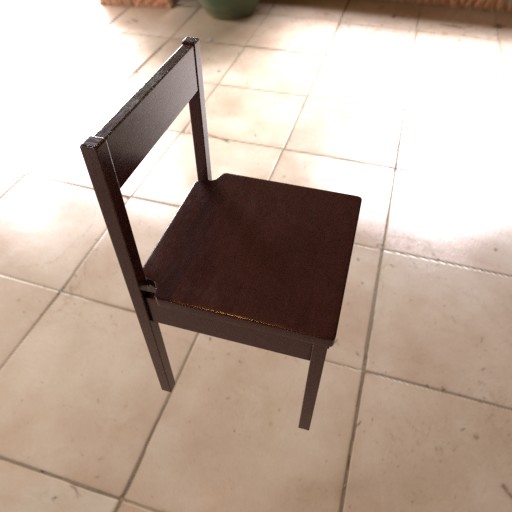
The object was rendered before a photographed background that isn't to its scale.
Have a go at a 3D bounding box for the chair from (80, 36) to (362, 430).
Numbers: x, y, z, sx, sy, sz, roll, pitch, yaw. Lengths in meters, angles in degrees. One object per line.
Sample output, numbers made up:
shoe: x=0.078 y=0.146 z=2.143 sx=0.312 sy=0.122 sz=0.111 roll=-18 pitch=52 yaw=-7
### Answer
chair: x=0.000 y=0.000 z=0.878 sx=0.361 sy=0.668 sz=0.367 roll=12 pitch=48 yaw=11
